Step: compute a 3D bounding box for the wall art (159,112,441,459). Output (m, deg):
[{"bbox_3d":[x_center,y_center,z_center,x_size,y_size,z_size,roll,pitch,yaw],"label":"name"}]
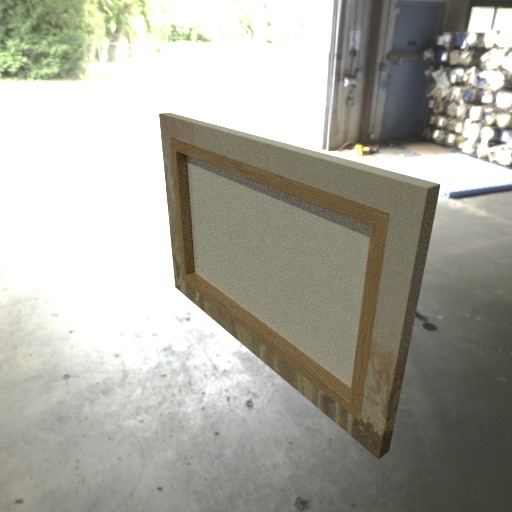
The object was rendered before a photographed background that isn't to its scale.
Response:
[{"bbox_3d":[0.000,0.000,1.154,0.040,0.608,0.916,-19,32,-33],"label":"wall art"}]
